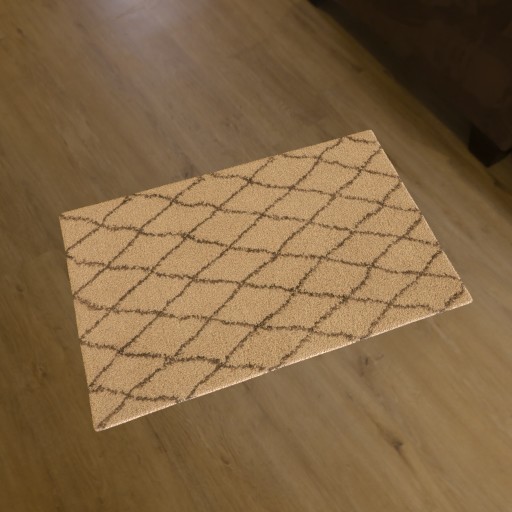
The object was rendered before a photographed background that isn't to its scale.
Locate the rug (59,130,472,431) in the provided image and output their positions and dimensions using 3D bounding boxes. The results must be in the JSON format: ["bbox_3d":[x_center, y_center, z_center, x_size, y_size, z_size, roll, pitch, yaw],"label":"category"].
[{"bbox_3d":[0.000,0.000,3.000,2.438,0.030,1.524,-17,65,-8],"label":"rug"}]
